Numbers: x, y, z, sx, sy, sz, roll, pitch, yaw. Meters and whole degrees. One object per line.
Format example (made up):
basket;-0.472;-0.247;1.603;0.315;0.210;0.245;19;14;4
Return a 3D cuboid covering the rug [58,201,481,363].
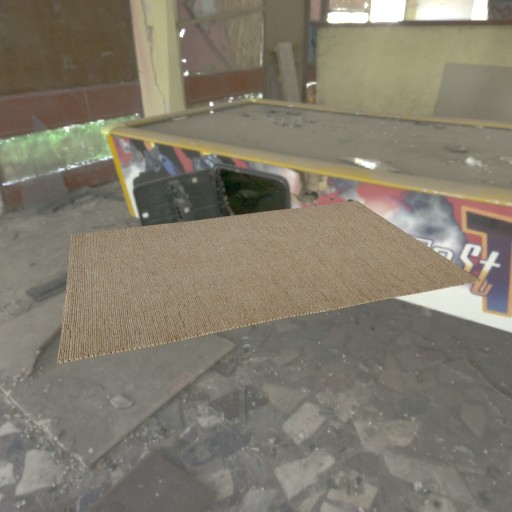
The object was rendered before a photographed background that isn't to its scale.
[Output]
rug;0.000;0.000;3.043;2.439;0.011;1.533;-8;28;-16
